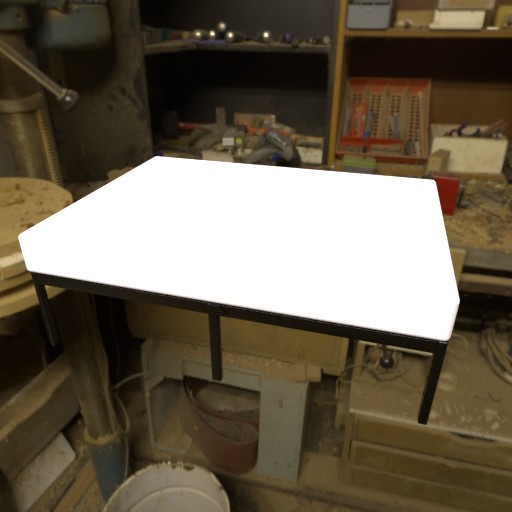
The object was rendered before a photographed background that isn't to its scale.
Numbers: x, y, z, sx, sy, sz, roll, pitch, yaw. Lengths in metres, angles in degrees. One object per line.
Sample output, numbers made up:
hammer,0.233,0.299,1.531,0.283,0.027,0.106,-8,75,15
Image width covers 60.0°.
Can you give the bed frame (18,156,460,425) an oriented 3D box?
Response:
bed frame,0.000,0.000,2.590,1.956,0.659,1.408,8,29,14
